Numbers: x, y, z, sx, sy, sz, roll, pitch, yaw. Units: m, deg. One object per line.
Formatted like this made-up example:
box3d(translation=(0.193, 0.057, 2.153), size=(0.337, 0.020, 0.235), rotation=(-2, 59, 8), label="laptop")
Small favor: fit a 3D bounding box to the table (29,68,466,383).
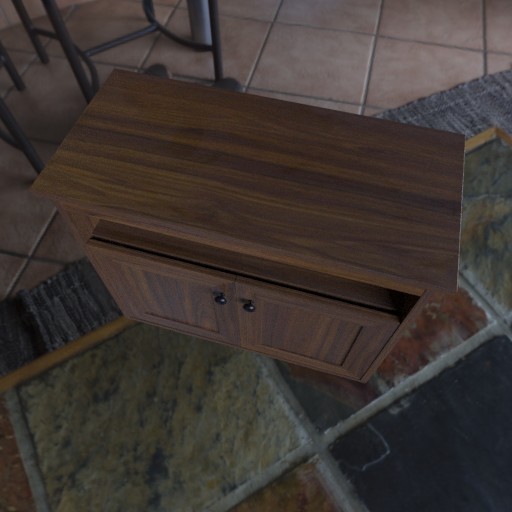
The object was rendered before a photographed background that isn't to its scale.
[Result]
box3d(translation=(0.000, 0.000, 1.197), size=(0.802, 0.725, 0.390), rotation=(14, 60, 8), label="table")
